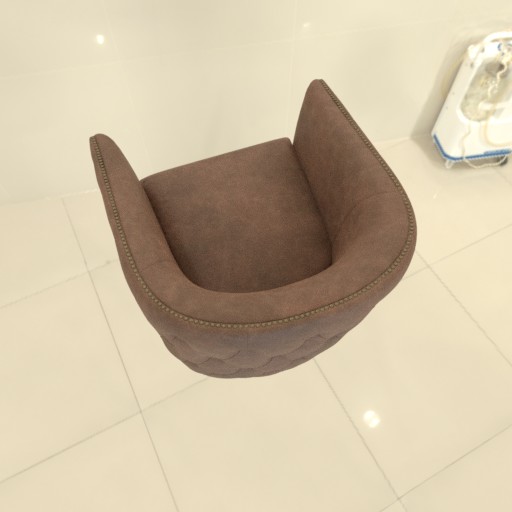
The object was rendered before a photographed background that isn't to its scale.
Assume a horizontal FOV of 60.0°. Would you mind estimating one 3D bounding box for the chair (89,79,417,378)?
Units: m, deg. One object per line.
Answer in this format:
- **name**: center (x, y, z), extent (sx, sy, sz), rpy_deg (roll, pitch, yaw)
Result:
- **chair**: center (0.000, 0.000, 1.539), extent (0.850, 0.790, 0.870), rpy_deg (-18, 60, -11)
